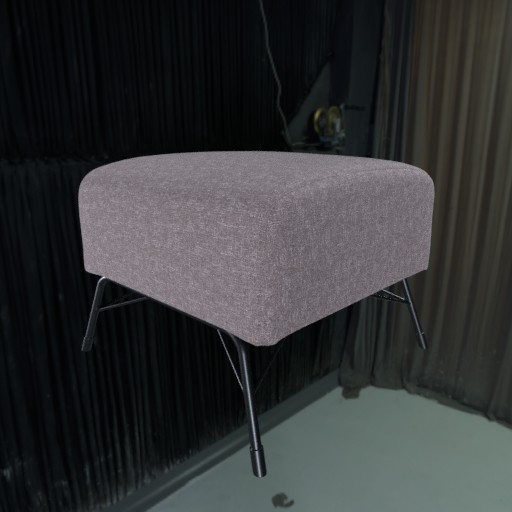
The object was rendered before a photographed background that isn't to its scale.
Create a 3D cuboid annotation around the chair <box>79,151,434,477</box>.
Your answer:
[{"bbox_3d":[0.000,0.000,0.895,0.530,0.410,0.530,14,21,42],"label":"chair"}]
